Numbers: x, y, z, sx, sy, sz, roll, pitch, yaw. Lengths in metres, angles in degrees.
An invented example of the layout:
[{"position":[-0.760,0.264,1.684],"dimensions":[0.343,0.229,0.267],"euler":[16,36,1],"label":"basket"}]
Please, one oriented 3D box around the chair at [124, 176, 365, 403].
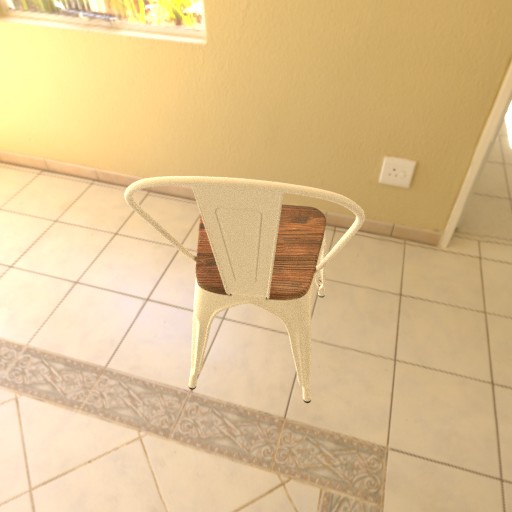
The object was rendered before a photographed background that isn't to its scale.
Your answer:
[{"position":[0.000,0.000,1.193],"dimensions":[0.452,0.851,0.521],"euler":[5,45,5],"label":"chair"}]
